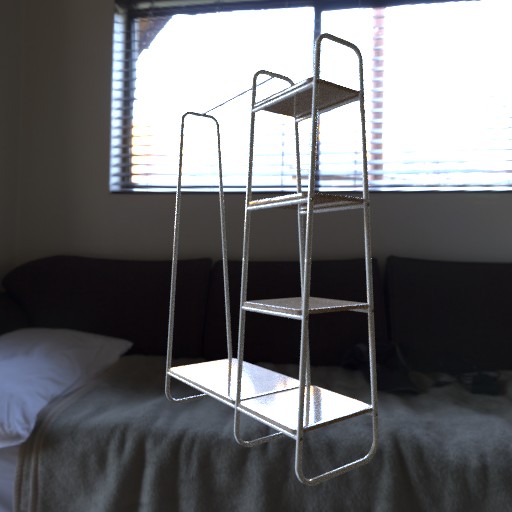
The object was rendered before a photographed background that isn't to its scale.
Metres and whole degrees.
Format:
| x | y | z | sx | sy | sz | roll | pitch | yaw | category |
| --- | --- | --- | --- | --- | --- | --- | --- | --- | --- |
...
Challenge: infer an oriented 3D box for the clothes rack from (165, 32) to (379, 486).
| x | y | z | sx | sy | sz | roll | pitch | yaw | category |
| --- | --- | --- | --- | --- | --- | --- | --- | --- | --- |
| 0.000 | 0.000 | 1.926 | 0.400 | 1.500 | 1.011 | 0 | 0 | -36 | clothes rack |
